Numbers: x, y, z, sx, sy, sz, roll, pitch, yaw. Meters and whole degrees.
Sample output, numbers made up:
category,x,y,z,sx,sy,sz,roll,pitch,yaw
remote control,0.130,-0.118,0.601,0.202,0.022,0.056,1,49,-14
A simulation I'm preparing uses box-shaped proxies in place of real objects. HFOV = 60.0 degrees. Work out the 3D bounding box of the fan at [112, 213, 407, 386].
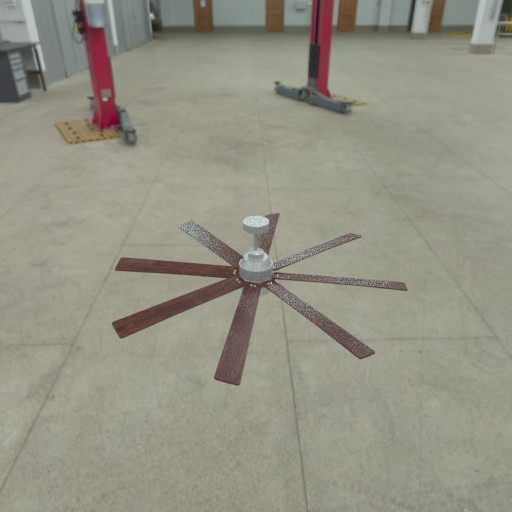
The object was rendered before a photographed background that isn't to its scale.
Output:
category,x,y,z,sx,sy,sz,roll,pitch,yaw
fan,0.000,0.000,2.722,1.830,0.472,1.830,-20,36,-31
